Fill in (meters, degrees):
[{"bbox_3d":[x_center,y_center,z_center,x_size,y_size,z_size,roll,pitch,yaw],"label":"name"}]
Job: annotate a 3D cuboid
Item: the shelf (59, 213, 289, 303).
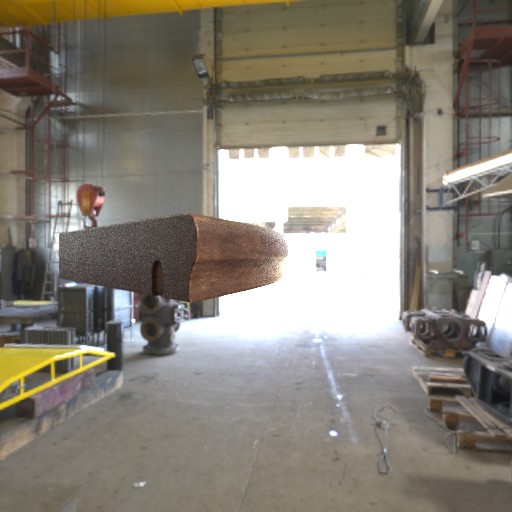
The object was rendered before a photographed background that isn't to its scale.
[{"bbox_3d":[0.000,0.000,0.452,0.310,0.050,0.310,0,0,-36],"label":"shelf"}]
